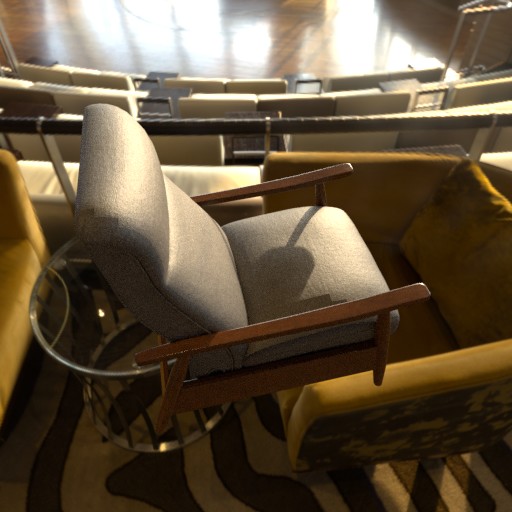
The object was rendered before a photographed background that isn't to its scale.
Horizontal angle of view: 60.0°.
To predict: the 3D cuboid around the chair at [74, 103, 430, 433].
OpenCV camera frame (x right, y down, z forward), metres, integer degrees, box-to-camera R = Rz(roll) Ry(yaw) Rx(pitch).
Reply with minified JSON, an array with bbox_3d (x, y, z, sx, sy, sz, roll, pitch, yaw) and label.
[{"bbox_3d":[0.000,0.000,1.688,1.014,1.081,0.762,-9,48,-8],"label":"chair"}]
